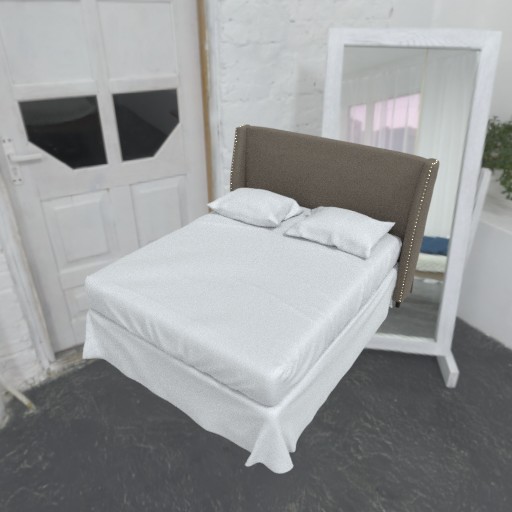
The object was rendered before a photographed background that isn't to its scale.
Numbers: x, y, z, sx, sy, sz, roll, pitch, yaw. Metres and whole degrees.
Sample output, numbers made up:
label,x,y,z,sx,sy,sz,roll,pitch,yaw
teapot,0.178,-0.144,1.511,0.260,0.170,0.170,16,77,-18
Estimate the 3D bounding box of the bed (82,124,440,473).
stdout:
label,x,y,z,sx,sy,sz,roll,pitch,yaw
bed,0.000,0.000,3.441,1.925,1.332,2.276,20,36,30
